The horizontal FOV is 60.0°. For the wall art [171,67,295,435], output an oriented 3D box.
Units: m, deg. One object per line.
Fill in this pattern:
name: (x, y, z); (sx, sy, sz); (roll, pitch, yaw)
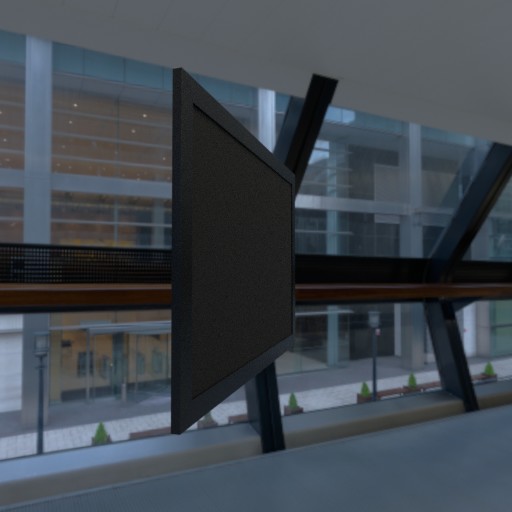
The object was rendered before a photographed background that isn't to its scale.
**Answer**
wall art: (0.000, 0.000, 0.855); (0.013, 0.447, 0.660); (0, -2, 17)
